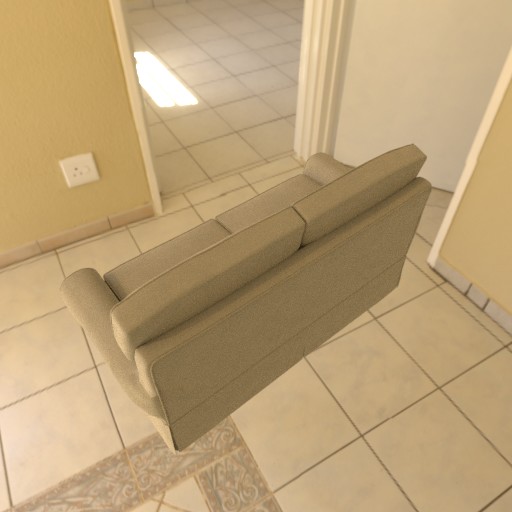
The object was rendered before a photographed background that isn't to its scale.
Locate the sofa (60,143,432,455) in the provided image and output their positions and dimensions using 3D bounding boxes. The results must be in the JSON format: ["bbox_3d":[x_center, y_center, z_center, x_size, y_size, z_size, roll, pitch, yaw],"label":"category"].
[{"bbox_3d":[0.000,0.000,2.344,1.823,1.024,0.841,-30,53,-26],"label":"sofa"}]
